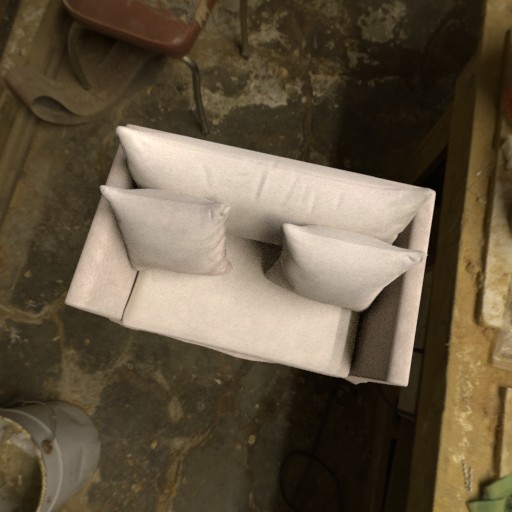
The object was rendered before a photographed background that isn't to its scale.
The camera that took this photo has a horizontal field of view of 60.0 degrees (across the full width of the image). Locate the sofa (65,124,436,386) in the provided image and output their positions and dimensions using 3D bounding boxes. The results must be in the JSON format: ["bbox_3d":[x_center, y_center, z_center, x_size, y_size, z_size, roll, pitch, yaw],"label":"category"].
[{"bbox_3d":[0.000,0.000,2.322,1.608,1.040,1.035,13,76,3],"label":"sofa"}]
